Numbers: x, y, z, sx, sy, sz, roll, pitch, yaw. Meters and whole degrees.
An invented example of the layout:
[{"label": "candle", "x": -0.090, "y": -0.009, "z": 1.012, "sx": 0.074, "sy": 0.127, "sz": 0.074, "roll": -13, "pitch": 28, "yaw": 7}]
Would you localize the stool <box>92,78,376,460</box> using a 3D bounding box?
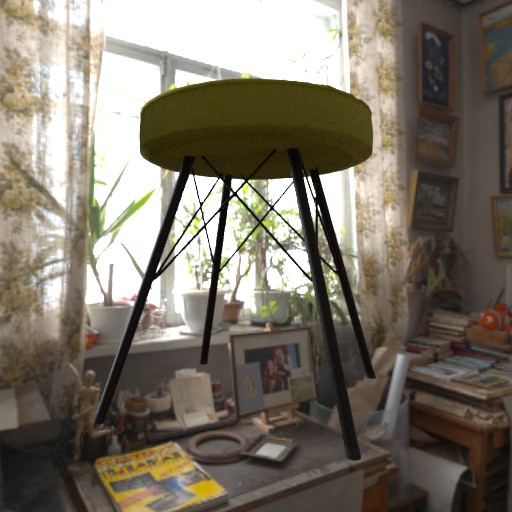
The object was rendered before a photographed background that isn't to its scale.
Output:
[{"label": "stool", "x": 0.000, "y": 0.000, "z": 0.800, "sx": 0.409, "sy": 0.508, "sz": 0.409, "roll": 0, "pitch": 0, "yaw": 18}]
